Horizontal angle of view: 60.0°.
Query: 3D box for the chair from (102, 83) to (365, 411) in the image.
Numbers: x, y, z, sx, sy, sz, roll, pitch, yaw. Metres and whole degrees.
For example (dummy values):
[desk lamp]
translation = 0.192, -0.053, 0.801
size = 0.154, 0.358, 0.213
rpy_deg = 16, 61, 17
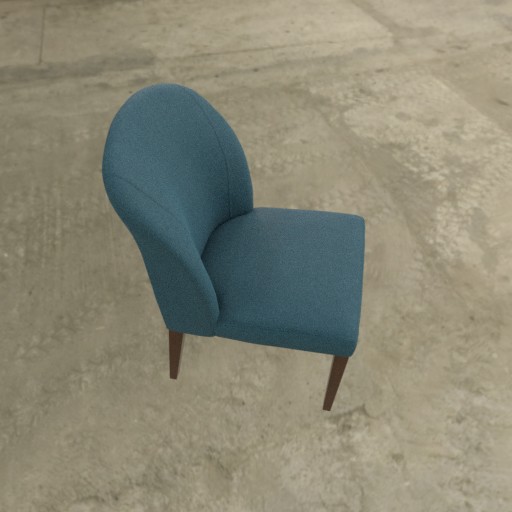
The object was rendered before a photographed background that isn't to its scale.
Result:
[chair]
translation = 0.000, 0.000, 1.283
size = 0.620, 0.879, 0.507
rpy_deg = 9, 48, 8
